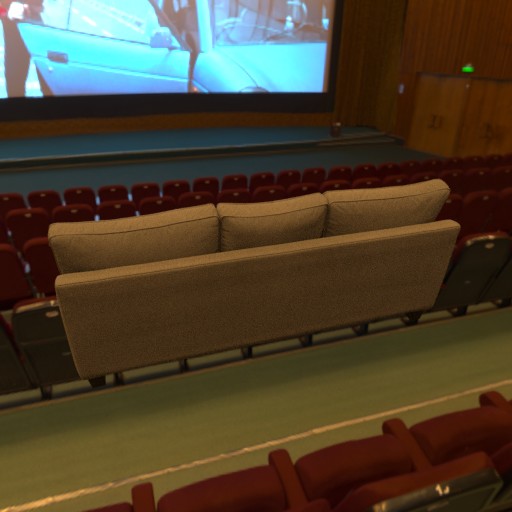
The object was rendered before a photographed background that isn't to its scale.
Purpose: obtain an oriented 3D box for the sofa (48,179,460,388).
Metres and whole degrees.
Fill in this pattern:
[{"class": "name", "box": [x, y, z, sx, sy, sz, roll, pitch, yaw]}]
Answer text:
[{"class": "sofa", "box": [0.000, 0.000, 2.906, 2.323, 0.991, 1.016, -8, 28, -16]}]
